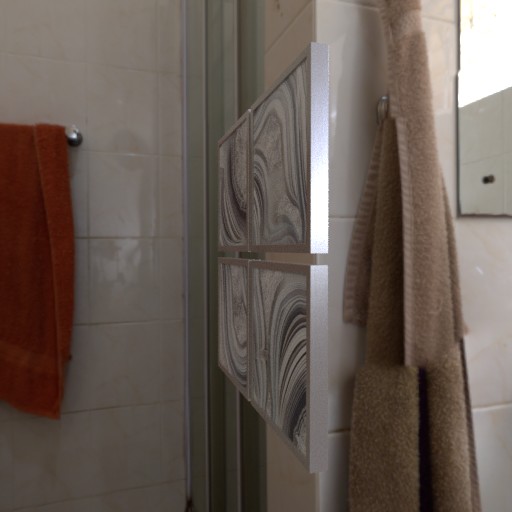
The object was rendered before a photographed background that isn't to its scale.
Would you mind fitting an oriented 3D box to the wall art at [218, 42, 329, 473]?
[{"bbox_3d":[0.000,0.000,0.923,0.029,0.611,0.611,0,1,-17],"label":"wall art"}]
